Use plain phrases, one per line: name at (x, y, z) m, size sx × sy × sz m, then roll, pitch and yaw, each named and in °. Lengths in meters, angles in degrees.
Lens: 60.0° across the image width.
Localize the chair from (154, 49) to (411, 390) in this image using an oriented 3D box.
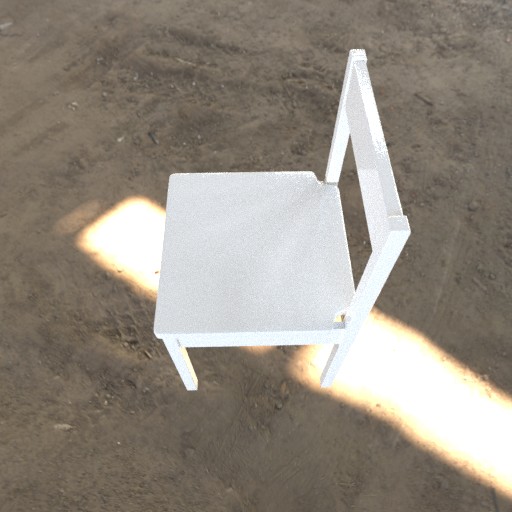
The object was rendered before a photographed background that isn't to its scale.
chair at (0.000, 0.000, 0.895) m, size 0.361 × 0.668 × 0.367 m, roll -1°, pitch 58°, yaw -1°
